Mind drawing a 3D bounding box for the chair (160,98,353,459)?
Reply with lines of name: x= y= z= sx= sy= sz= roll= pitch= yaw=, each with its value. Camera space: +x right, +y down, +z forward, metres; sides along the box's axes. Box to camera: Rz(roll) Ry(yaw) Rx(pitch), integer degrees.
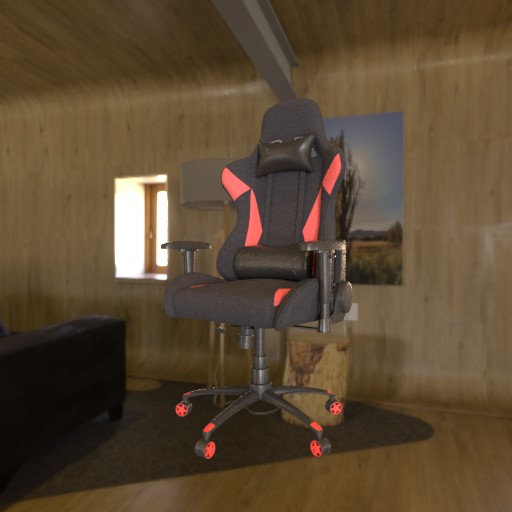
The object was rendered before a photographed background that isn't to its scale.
chair: x=0.000 y=0.000 z=1.709 sx=0.695 sy=1.326 sz=0.658 roll=1 pitch=2 yaw=34
